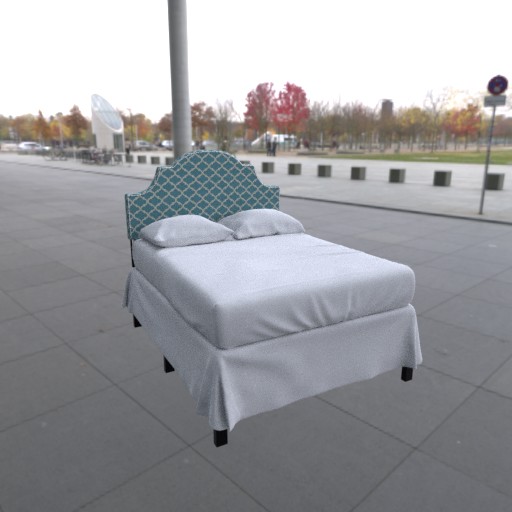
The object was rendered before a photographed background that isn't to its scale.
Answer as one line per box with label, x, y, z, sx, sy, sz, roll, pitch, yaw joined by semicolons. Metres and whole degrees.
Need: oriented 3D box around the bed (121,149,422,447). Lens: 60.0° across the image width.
bed;0.000;0.000;3.564;1.780;1.633;2.222;-8;17;-28
